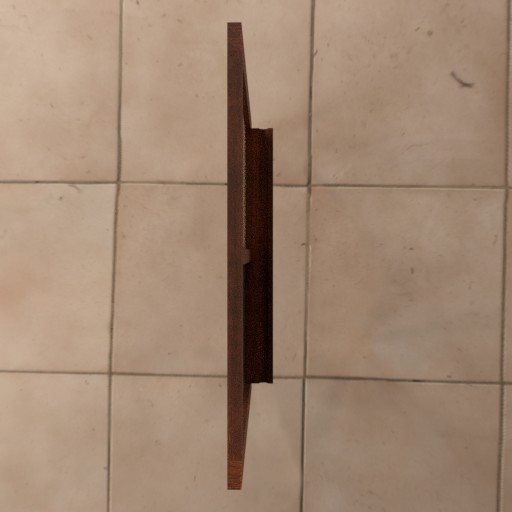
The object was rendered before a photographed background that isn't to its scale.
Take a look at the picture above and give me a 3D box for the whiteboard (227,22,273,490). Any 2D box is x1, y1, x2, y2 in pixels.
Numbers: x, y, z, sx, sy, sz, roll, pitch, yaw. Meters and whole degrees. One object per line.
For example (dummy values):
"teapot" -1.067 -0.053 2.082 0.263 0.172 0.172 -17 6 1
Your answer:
"whiteboard" 0.000 0.000 1.004 0.083 0.553 0.768 0 90 1
